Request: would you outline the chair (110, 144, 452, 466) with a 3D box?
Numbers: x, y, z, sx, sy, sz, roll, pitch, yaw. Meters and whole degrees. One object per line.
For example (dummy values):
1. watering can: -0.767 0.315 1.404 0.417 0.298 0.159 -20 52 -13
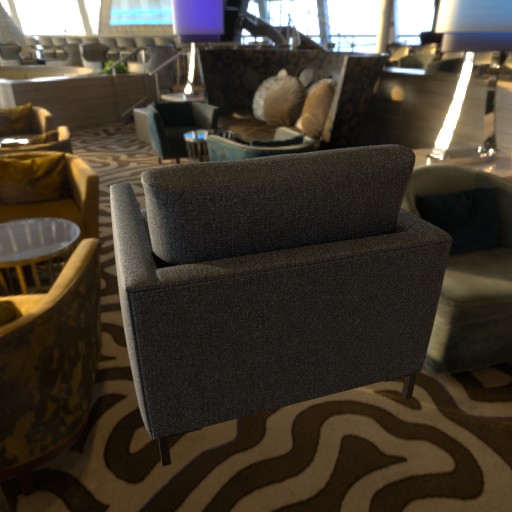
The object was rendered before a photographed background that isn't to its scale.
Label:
1. chair: 0.000 0.000 1.601 0.963 0.861 0.866 -8 28 -17
